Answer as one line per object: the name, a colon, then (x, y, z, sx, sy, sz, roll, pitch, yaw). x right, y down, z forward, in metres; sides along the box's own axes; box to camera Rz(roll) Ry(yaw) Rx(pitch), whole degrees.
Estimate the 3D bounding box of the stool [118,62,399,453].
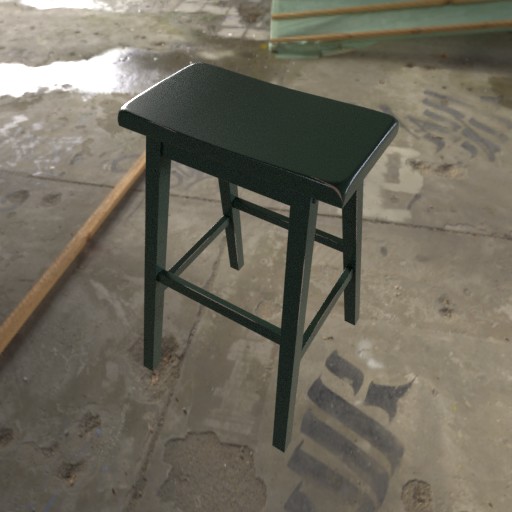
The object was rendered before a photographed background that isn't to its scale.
stool: (0.000, 0.000, 1.048, 0.457, 0.737, 0.476, 24, 51, 21)
